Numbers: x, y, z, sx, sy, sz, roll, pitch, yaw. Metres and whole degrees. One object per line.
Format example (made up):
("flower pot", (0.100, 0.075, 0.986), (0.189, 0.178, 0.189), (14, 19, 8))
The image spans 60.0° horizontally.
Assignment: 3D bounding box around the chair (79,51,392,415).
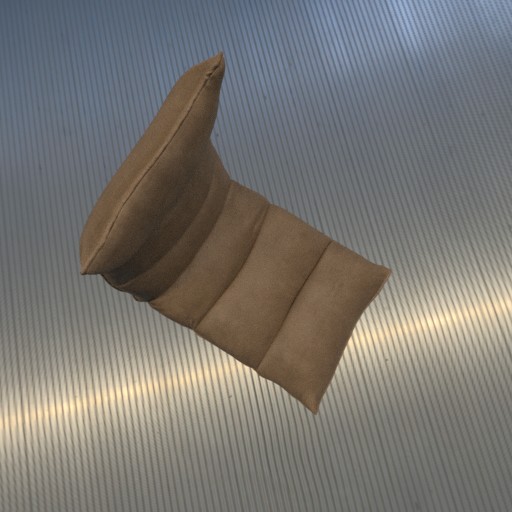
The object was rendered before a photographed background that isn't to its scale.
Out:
("chair", (0.000, 0.000, 1.545), (0.985, 0.892, 0.714), (31, 78, 7))
